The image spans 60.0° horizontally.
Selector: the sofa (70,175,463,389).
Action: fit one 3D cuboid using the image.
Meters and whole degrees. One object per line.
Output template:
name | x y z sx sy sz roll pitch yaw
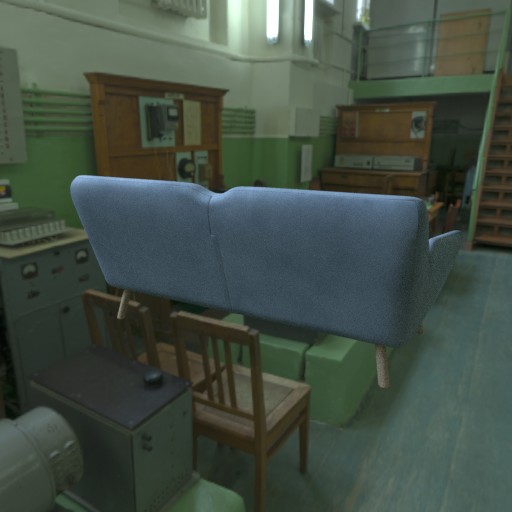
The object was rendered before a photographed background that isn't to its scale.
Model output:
sofa | 0.000 0.000 2.276 1.870 0.810 0.850 8 18 27
